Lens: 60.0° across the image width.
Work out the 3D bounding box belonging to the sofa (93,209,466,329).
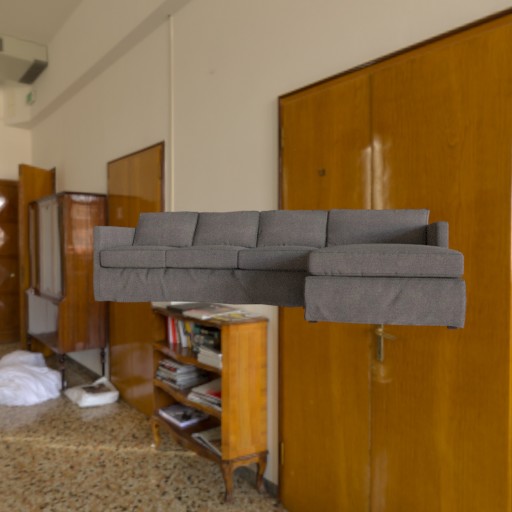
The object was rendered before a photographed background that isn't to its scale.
[{"bbox_3d":[0.000,0.000,3.936,3.205,0.922,1.650,0,1,15],"label":"sofa"}]
